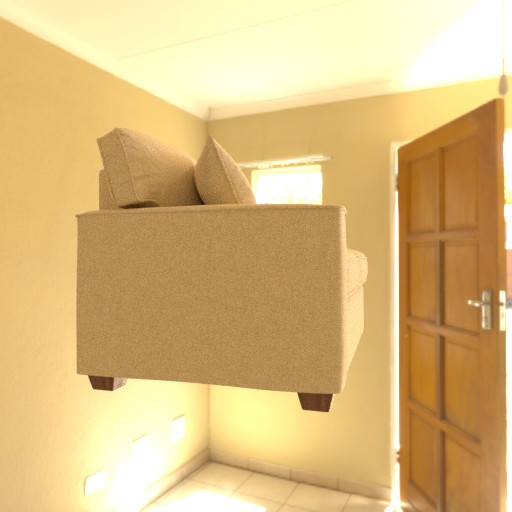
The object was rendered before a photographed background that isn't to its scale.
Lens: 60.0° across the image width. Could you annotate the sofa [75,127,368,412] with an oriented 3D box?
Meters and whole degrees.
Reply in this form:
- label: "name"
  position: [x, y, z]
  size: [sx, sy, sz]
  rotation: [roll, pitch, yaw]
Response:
- label: "sofa"
  position: [0.000, 0.000, 2.132]
  size: [0.991, 0.989, 1.388]
  rotation: [0, 0, 17]
